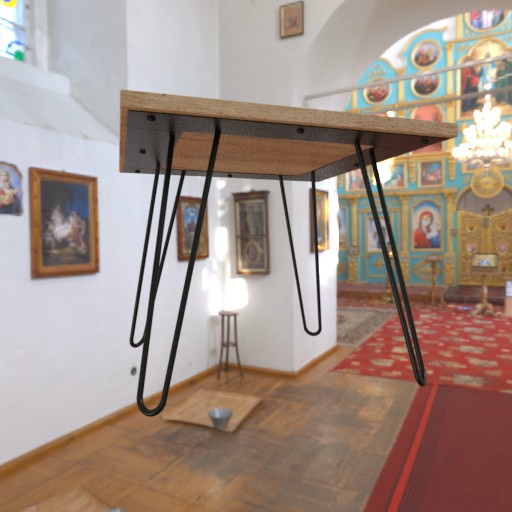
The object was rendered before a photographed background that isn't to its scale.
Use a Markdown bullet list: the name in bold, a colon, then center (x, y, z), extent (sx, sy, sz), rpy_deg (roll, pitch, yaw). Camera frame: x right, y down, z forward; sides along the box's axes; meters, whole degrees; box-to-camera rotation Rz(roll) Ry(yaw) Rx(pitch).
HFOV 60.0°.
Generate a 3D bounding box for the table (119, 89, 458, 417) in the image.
- **table**: center (0.000, 0.000, 1.022), extent (0.599, 0.500, 0.599), rpy_deg (0, 1, -17)
